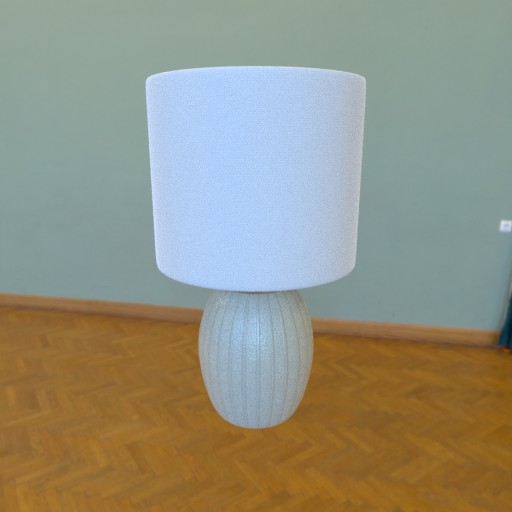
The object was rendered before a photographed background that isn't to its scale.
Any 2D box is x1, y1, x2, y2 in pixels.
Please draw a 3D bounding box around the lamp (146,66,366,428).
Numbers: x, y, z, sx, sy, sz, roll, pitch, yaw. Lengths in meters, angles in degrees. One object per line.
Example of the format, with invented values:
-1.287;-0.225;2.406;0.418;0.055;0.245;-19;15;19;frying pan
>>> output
0.000;0.000;0.748;0.329;0.570;0.329;3;15;9;lamp
